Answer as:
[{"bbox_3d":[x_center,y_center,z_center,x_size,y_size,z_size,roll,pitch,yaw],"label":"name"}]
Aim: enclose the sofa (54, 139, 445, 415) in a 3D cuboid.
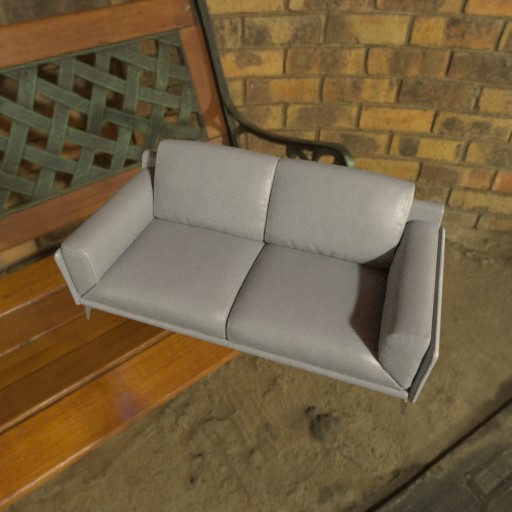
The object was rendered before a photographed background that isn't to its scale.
[{"bbox_3d":[0.000,0.000,2.682,2.101,0.930,1.049,13,43,14],"label":"sofa"}]
